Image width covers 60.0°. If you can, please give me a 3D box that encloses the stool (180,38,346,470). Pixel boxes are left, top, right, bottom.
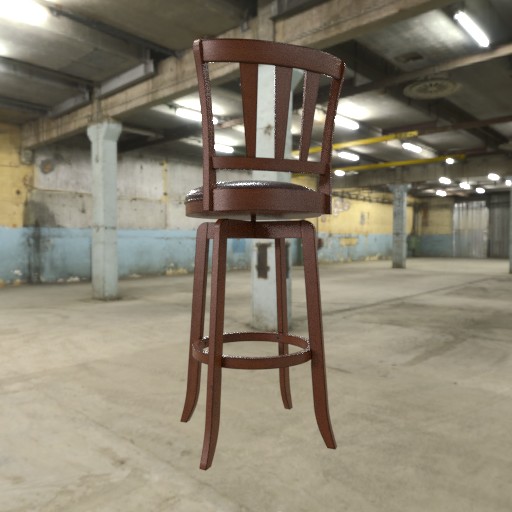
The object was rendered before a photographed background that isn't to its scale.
[{"bbox_3d":[0.000,0.000,1.429,0.464,1.177,0.503,0,1,-18],"label":"stool"}]
